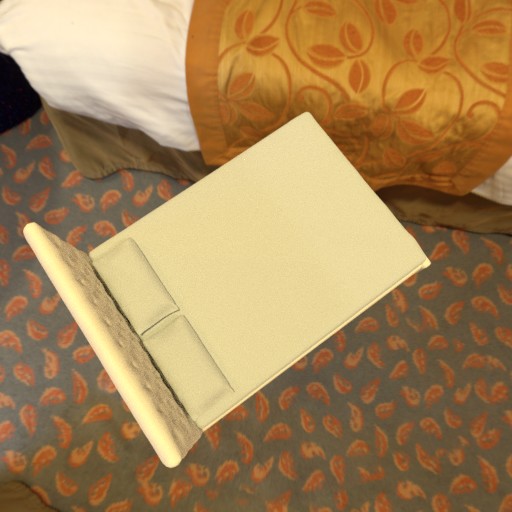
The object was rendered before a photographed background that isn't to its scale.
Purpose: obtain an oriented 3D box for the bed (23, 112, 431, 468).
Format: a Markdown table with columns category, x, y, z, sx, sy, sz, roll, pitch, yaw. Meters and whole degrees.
| category | x | y | z | sx | sy | sz | roll | pitch | yaw |
| --- | --- | --- | --- | --- | --- | --- | --- | --- | --- |
| bed | 0.000 | 0.000 | 3.393 | 2.387 | 1.427 | 1.698 | -35 | 79 | -8 |
